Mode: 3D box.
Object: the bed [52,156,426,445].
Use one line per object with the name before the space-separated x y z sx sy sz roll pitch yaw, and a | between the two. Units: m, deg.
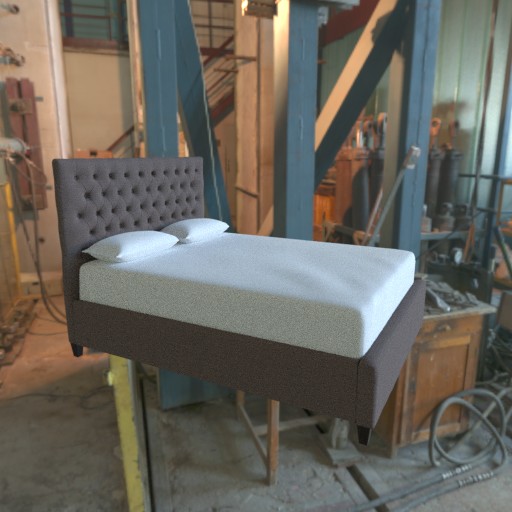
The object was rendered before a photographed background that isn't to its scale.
bed | 0.000 0.000 3.307 2.233 1.426 1.696 7 15 27
